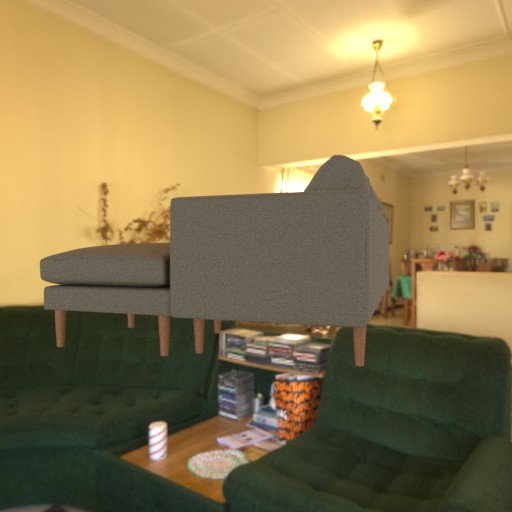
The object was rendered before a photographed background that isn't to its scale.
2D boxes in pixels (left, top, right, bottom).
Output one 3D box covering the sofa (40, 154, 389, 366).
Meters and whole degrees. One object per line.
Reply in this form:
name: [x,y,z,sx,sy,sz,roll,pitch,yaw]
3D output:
sofa: [0.000,0.000,2.887,1.591,0.897,2.031,0,1,19]
